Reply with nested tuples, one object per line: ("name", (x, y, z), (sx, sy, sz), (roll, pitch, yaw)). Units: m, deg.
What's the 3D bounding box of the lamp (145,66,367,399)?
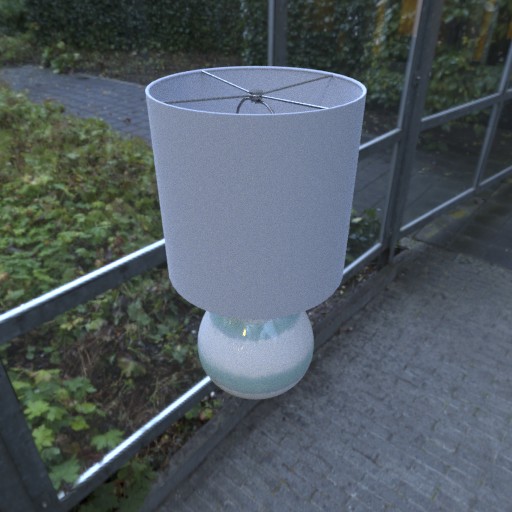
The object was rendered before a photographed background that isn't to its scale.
("lamp", (0.000, 0.000, 0.551), (0.217, 0.404, 0.217), (-22, 38, -30))
